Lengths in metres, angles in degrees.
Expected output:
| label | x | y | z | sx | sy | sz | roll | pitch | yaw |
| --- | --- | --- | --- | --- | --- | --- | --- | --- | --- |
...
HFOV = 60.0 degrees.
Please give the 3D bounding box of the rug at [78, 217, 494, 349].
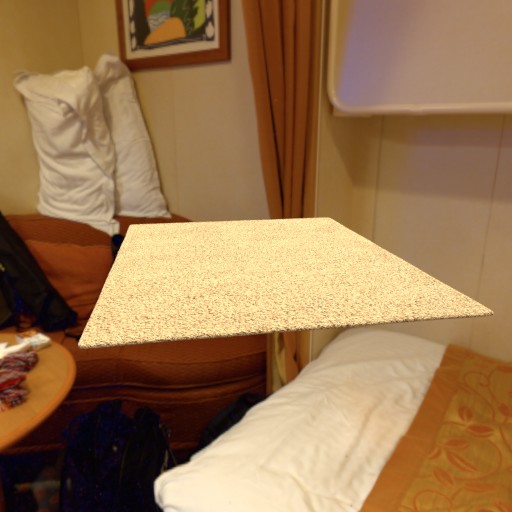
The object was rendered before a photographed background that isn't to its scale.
| label | x | y | z | sx | sy | sz | roll | pitch | yaw |
| --- | --- | --- | --- | --- | --- | --- | --- | --- | --- |
| rug | 0.000 | 0.000 | 3.945 | 2.438 | 0.029 | 3.047 | -3 | 16 | -10 |
